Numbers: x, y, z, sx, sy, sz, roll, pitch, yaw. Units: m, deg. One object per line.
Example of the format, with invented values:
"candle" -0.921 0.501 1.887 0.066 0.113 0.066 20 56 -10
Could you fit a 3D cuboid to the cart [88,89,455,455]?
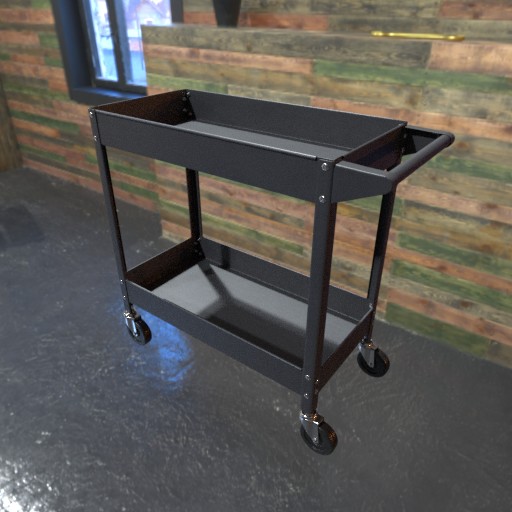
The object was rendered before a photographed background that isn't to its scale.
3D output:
"cart" 0.000 0.000 1.168 0.779 0.719 0.366 21 36 31
